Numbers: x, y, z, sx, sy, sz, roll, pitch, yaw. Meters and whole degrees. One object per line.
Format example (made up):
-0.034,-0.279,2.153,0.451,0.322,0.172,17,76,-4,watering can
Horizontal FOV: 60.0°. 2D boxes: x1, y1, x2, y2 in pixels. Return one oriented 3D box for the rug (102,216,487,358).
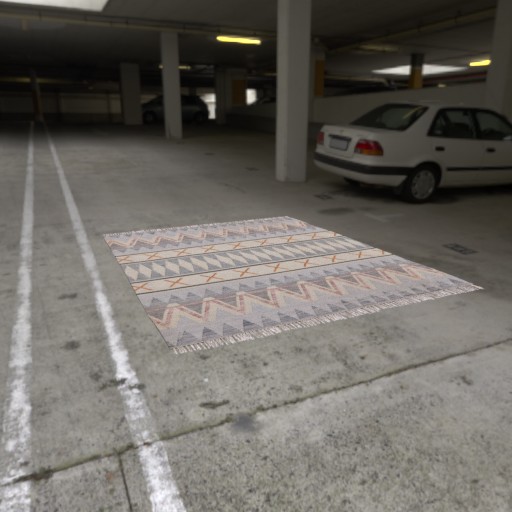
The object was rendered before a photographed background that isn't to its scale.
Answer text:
0.000,0.000,4.075,2.371,0.012,3.000,-8,18,-24,rug
